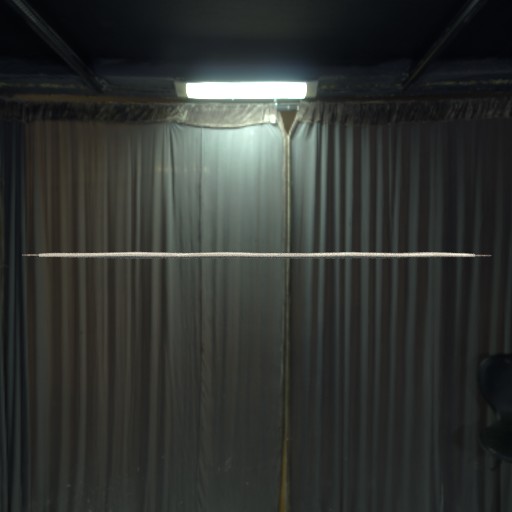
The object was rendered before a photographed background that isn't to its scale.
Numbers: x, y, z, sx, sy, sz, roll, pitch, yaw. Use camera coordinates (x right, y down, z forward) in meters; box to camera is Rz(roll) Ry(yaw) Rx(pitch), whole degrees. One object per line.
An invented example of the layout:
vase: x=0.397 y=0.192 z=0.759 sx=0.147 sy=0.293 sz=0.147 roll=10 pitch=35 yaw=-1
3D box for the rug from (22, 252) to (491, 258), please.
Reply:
rug: x=0.000 y=0.000 z=3.033 sx=2.434 sy=0.027 sz=1.529 roll=0 pitch=-1 yaw=-1
